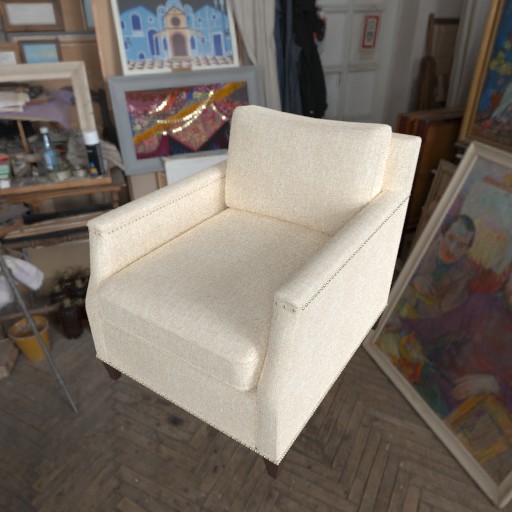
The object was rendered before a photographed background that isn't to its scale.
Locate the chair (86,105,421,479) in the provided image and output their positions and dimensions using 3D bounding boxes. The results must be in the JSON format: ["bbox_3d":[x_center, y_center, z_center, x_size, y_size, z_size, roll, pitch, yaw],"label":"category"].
[{"bbox_3d":[0.000,0.000,1.720,0.838,0.940,1.041,19,36,28],"label":"chair"}]
